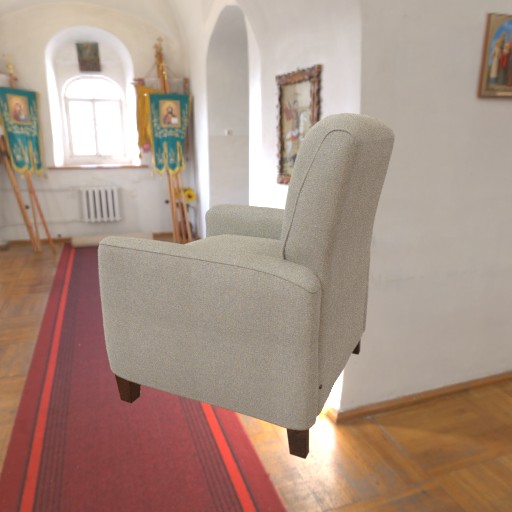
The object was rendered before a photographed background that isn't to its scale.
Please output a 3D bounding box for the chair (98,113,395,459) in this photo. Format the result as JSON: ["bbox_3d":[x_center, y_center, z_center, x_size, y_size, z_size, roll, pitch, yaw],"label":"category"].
[{"bbox_3d":[0.000,0.000,1.665,0.853,1.006,0.850,7,18,24],"label":"chair"}]
